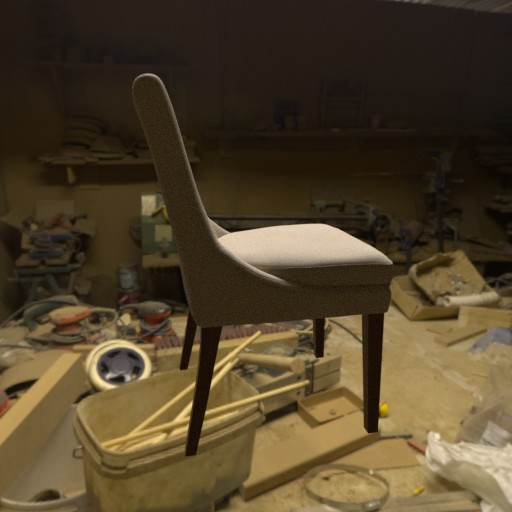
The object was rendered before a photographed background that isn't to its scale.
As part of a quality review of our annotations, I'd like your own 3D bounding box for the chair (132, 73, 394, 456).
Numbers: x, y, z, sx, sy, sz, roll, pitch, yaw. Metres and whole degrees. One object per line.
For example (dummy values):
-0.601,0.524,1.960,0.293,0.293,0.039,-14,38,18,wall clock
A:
0.000,0.000,1.303,0.638,0.940,0.515,-3,15,-11,chair
